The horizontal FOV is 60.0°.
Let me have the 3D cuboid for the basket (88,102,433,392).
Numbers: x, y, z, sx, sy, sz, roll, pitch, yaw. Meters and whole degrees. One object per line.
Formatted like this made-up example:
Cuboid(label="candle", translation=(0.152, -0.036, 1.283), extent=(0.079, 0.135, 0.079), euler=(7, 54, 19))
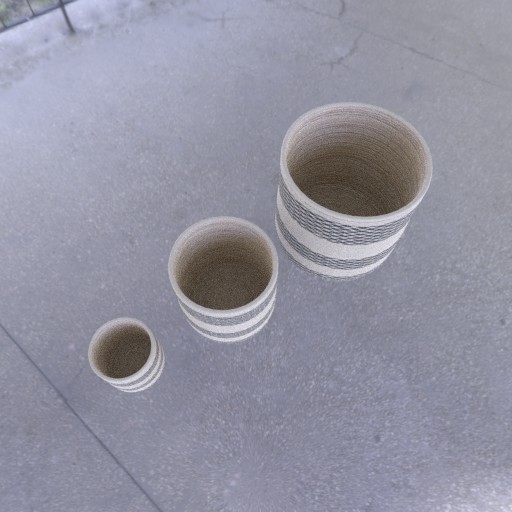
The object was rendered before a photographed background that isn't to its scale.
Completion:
Cuboid(label="basket", translation=(0.000, 0.000, 1.094), extent=(0.917, 0.356, 0.351), euler=(-33, 68, -15))
